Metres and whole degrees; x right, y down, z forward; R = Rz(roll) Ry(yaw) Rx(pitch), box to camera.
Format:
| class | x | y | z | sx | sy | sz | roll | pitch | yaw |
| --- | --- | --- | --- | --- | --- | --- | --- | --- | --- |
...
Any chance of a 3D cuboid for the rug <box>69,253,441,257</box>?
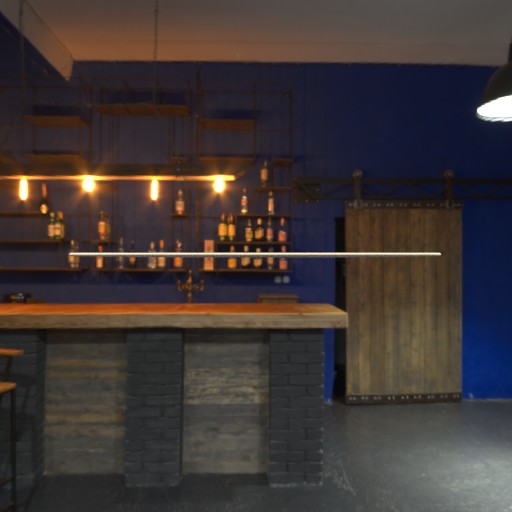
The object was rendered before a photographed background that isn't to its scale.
| class | x | y | z | sx | sy | sz | roll | pitch | yaw |
| --- | --- | --- | --- | --- | --- | --- | --- | --- | --- |
| rug | 0.000 | 0.000 | 2.942 | 1.528 | 0.014 | 2.294 | 0 | 0 | 0 |
